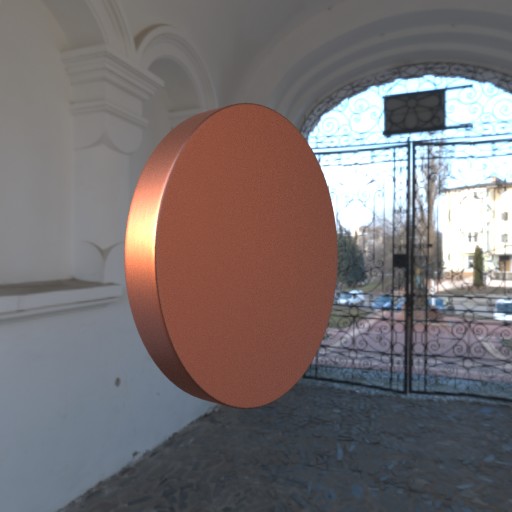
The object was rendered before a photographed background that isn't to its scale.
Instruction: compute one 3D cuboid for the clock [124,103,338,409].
[{"bbox_3d":[0.000,0.000,0.482,0.040,0.313,0.313,0,0,37],"label":"clock"}]
